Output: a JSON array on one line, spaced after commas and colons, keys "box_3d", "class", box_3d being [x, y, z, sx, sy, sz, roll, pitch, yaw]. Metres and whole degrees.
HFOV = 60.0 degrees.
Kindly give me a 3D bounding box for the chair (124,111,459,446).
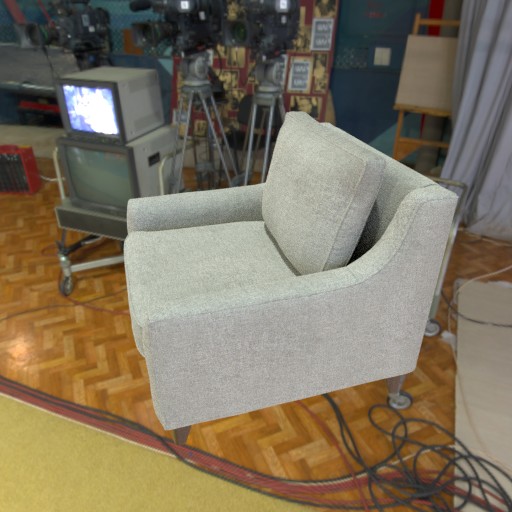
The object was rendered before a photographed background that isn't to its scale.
[{"box_3d": [0.000, 0.000, 1.595, 0.918, 0.864, 0.838, -9, 32, -15], "class": "chair"}]
